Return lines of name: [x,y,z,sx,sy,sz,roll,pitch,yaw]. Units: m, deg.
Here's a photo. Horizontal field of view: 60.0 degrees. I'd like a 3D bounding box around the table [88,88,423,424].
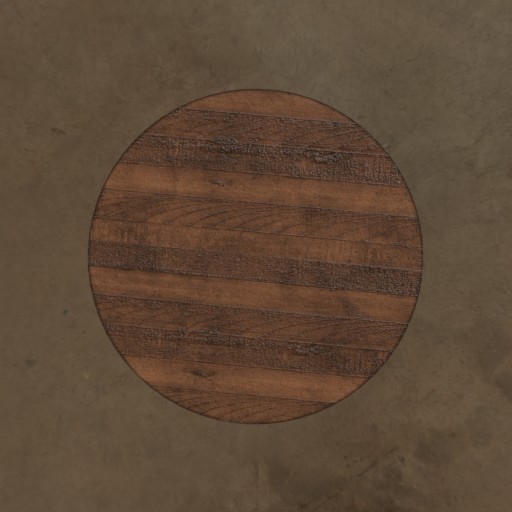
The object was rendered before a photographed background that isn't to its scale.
table: [0.000,0.000,1.335,0.837,0.462,0.837,0,91,1]
